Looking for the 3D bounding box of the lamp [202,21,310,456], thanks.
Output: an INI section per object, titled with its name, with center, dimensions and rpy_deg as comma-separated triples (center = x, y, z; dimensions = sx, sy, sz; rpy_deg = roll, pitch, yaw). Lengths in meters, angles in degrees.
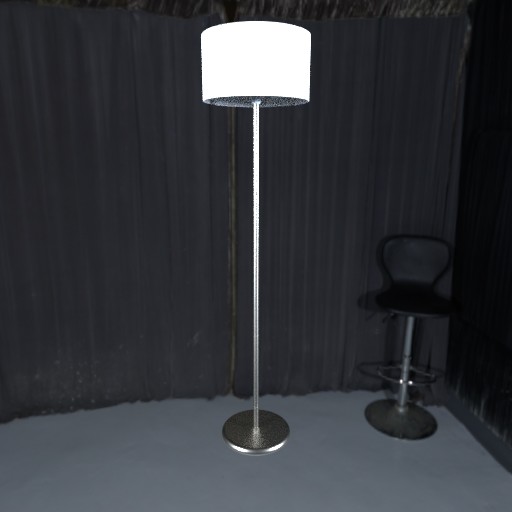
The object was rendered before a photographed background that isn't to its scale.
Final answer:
[lamp]
center = 0.000, 0.000, 1.586
dimensions = 0.347, 1.443, 0.347
rpy_deg = -2, 13, -8
